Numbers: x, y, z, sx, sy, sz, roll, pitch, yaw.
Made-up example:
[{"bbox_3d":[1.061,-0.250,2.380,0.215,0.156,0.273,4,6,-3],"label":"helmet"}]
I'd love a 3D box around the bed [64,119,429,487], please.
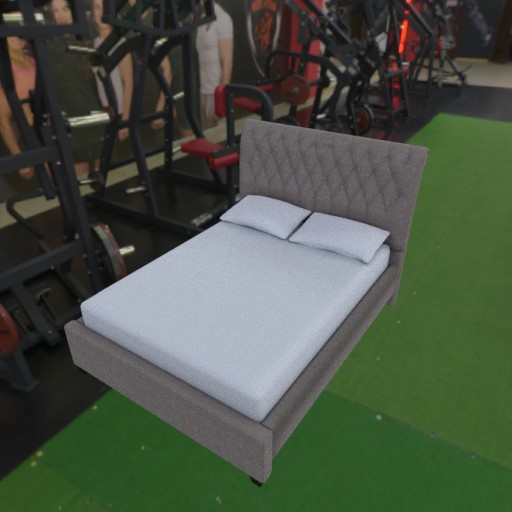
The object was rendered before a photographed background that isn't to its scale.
[{"bbox_3d":[0.000,0.000,3.268,1.645,1.371,2.252,19,35,29],"label":"bed"}]
